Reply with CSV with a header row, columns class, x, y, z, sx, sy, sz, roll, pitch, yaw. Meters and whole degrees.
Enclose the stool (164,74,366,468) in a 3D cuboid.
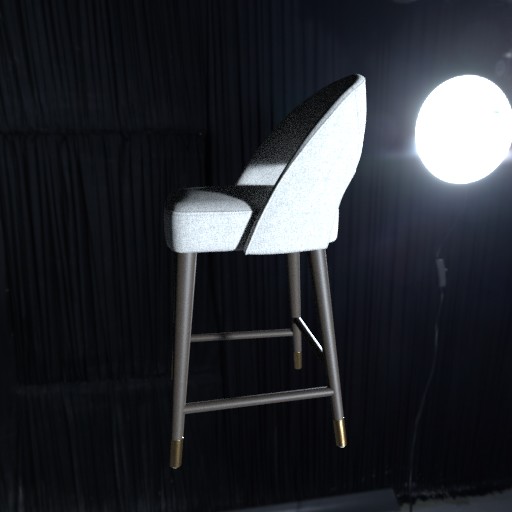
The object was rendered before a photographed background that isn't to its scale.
class,x,y,z,sx,sy,sz,roll,pitch,yaw
stool,0.000,0.000,1.226,0.509,0.940,0.494,-3,14,-10
